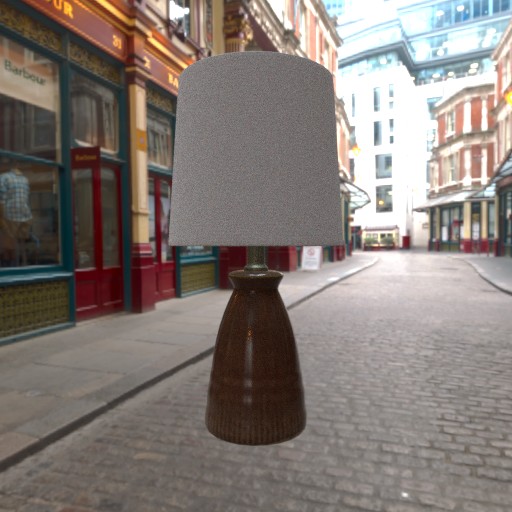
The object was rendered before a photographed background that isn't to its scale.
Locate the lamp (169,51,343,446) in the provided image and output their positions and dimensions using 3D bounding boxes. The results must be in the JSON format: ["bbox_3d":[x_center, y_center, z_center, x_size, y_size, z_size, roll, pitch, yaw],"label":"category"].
[{"bbox_3d":[0.000,0.000,0.481,0.186,0.369,0.186,0,1,0],"label":"lamp"}]
